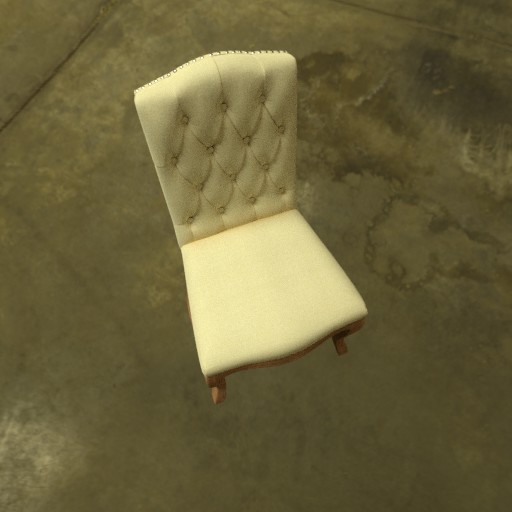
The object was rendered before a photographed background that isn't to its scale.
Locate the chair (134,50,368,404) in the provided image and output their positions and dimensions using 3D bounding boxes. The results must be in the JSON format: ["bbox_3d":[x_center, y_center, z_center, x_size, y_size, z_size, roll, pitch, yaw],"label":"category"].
[{"bbox_3d":[0.000,0.000,1.575,0.623,1.165,0.715,-19,64,-10],"label":"chair"}]
